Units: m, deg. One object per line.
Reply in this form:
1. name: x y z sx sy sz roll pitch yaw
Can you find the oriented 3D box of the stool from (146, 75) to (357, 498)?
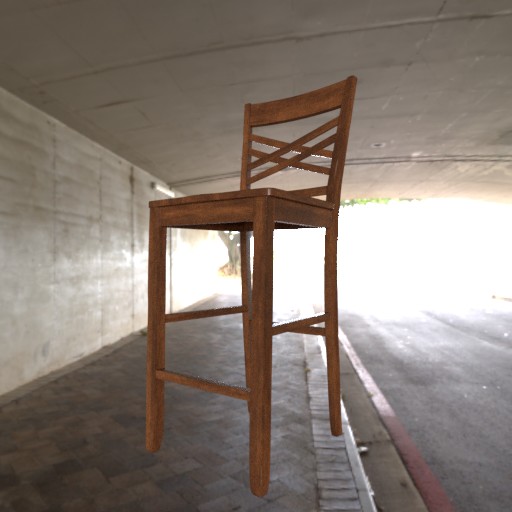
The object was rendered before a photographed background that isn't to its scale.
1. stool: 0.000 0.000 1.313 0.433 1.105 0.487 0 0 38
